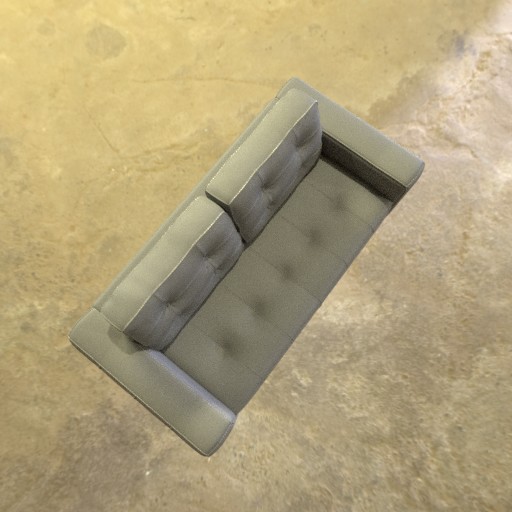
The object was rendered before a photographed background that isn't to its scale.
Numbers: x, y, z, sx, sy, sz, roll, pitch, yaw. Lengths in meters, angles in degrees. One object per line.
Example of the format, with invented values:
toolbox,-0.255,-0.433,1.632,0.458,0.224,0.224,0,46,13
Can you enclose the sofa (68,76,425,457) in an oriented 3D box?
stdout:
sofa,0.000,0.000,2.233,0.833,0.893,1.726,37,78,9
